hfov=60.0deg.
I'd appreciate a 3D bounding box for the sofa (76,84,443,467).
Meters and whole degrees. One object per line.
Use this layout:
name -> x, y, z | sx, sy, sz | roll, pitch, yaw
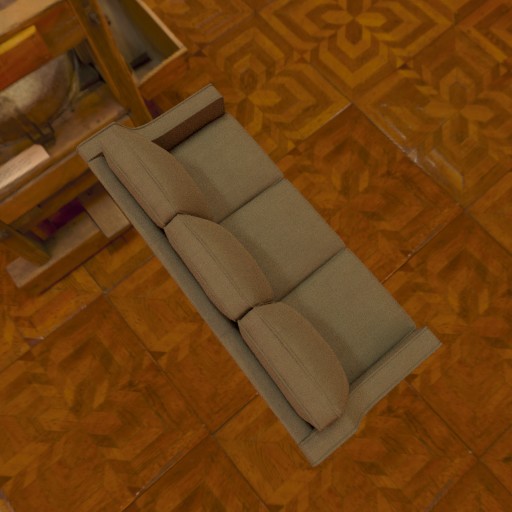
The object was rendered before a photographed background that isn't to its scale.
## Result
sofa -> 0.000, 0.000, 2.547 | 0.911, 0.974, 1.986 | -37, 77, -10
